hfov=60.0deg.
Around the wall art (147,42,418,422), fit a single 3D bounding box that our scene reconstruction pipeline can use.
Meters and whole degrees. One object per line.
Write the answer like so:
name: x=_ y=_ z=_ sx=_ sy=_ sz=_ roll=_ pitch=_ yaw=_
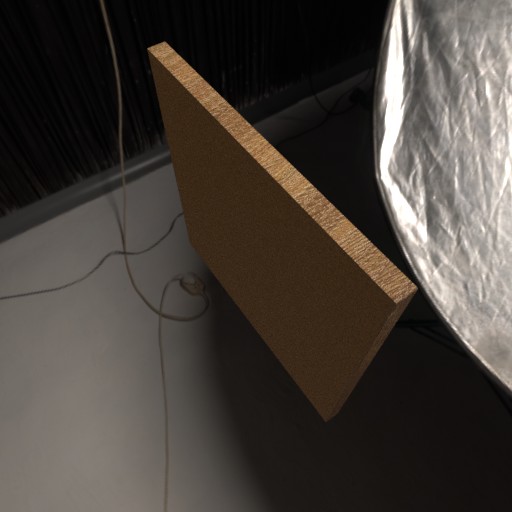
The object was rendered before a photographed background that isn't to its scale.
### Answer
wall art: x=0.000 y=0.000 z=0.899 sx=0.042 sy=0.608 sz=0.611 roll=-31 pitch=63 yaw=-18
